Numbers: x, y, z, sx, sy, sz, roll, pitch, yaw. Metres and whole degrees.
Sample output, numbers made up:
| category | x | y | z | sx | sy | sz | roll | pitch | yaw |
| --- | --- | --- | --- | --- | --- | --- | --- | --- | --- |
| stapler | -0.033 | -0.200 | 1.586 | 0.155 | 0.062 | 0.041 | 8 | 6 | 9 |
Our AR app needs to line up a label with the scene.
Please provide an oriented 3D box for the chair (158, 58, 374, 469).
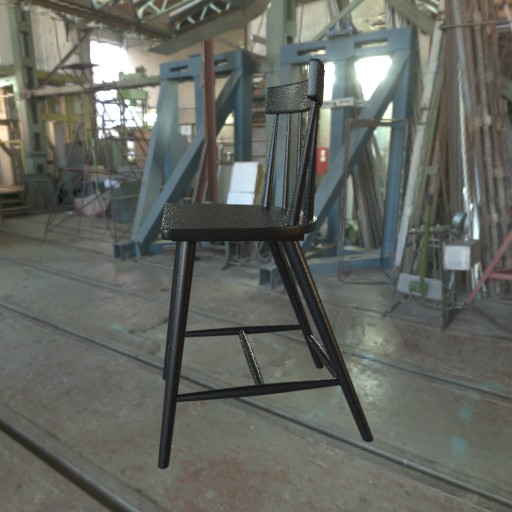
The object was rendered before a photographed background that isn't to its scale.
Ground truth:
| category | x | y | z | sx | sy | sz | roll | pitch | yaw |
| --- | --- | --- | --- | --- | --- | --- | --- | --- | --- |
| chair | 0.000 | 0.000 | 1.245 | 0.572 | 0.952 | 0.483 | -2 | 14 | -10 |
